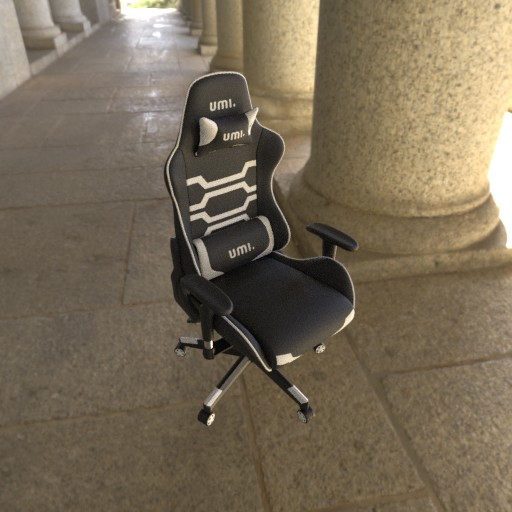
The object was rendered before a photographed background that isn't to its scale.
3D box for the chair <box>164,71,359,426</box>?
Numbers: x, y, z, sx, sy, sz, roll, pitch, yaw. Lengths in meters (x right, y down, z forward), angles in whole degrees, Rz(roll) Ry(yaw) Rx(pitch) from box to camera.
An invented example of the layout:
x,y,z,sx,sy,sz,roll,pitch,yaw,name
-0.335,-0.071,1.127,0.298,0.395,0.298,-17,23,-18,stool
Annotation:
x,y,z,sx,sy,sz,roll,pitch,yaw,name
0.000,0.000,1.666,0.700,1.240,0.700,-23,39,-32,chair
